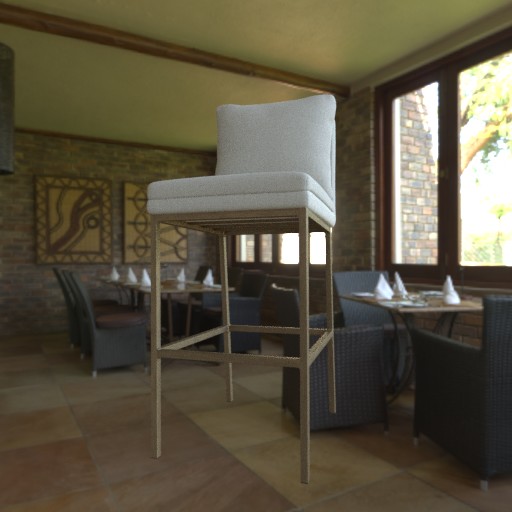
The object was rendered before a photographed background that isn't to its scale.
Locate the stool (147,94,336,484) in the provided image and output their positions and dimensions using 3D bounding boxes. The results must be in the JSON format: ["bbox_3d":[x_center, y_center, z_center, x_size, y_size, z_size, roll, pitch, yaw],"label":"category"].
[{"bbox_3d":[0.000,0.000,1.421,0.463,1.125,0.572,0,0,19],"label":"stool"}]
